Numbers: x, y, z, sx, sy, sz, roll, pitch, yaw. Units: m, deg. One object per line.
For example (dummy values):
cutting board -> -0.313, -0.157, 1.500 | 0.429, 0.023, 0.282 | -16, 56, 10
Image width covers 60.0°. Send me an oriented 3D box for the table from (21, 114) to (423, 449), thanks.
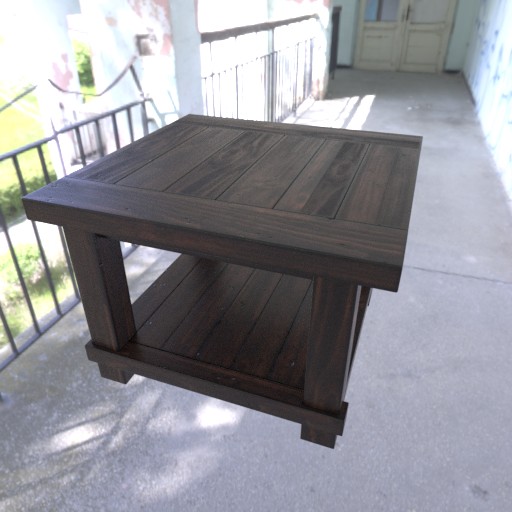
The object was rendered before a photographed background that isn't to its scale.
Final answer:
table -> 0.000, 0.000, 0.990 | 0.606, 0.437, 0.593 | 11, 33, 17
